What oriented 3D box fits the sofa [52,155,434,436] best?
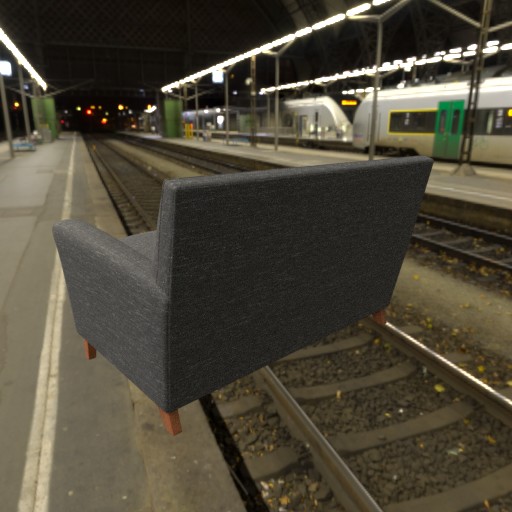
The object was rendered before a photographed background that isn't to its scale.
[{"bbox_3d":[0.000,0.000,1.953,1.420,0.846,0.875,-15,22,-40],"label":"sofa"}]
